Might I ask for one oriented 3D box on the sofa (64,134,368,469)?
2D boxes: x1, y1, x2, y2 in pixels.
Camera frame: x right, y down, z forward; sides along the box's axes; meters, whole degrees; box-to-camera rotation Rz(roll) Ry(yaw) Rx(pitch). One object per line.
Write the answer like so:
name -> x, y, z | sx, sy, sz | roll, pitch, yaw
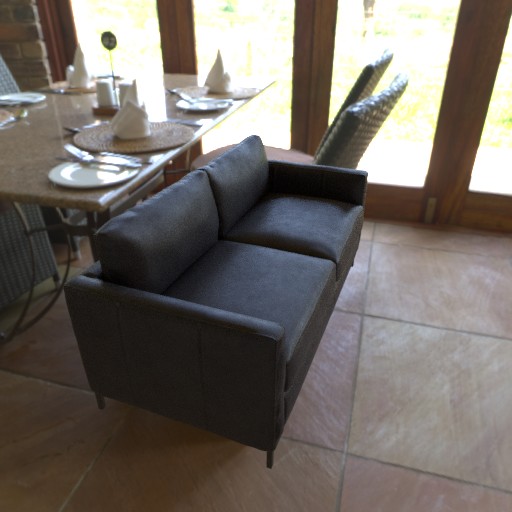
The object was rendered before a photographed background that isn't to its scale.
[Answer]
sofa -> 0.000, 0.000, 2.339 | 0.947, 0.883, 1.805 | 10, 31, 17
